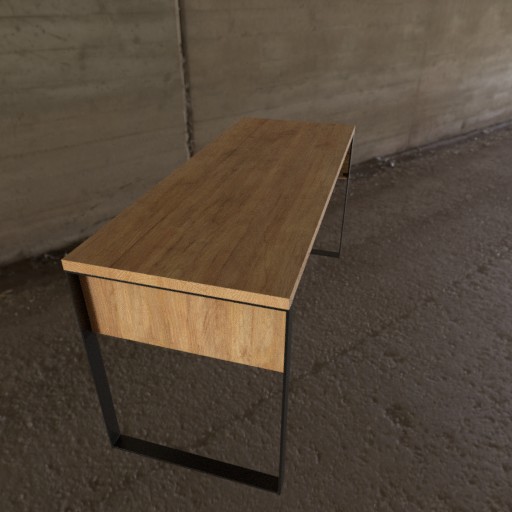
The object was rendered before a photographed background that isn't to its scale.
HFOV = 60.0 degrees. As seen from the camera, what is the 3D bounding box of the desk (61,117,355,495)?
[{"bbox_3d":[0.000,0.000,1.879,0.600,0.760,1.520,9,32,14],"label":"desk"}]
